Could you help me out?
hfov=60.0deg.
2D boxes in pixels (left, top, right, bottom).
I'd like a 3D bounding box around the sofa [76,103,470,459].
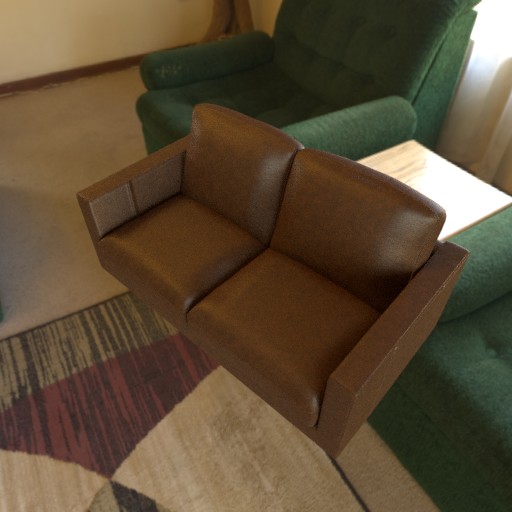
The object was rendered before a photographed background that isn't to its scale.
[{"bbox_3d":[0.000,0.000,2.111,1.578,0.951,0.909,32,53,28],"label":"sofa"}]
